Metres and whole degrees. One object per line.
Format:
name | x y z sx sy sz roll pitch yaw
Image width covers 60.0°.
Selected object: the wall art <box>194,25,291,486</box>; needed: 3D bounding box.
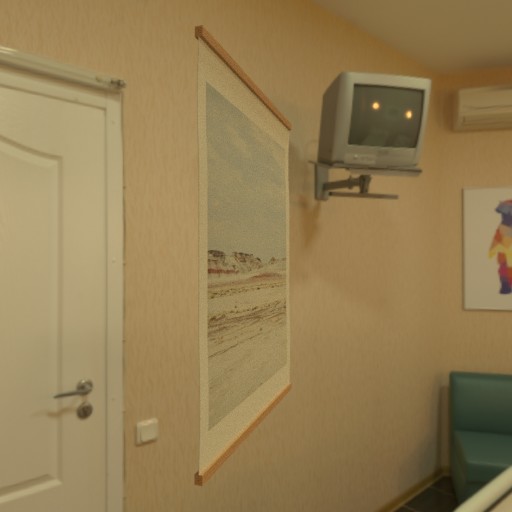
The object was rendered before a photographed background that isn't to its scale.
wall art | 0.000 0.000 0.800 0.011 0.605 0.458 0 0 19
